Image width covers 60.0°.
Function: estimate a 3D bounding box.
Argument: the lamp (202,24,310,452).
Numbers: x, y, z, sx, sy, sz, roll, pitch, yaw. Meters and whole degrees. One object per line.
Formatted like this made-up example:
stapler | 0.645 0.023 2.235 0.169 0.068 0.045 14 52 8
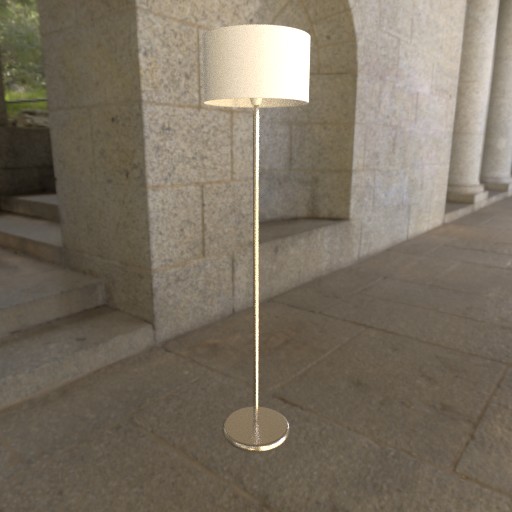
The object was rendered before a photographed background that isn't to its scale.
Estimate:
lamp | 0.000 0.000 1.602 0.347 1.443 0.347 2 14 9
